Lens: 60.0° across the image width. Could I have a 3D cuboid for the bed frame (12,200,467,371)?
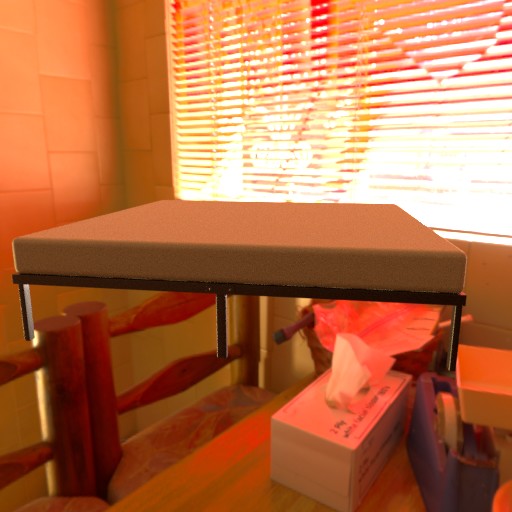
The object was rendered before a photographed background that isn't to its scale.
[{"bbox_3d":[0.000,0.000,3.742,2.635,0.680,2.526,2,13,9],"label":"bed frame"}]
